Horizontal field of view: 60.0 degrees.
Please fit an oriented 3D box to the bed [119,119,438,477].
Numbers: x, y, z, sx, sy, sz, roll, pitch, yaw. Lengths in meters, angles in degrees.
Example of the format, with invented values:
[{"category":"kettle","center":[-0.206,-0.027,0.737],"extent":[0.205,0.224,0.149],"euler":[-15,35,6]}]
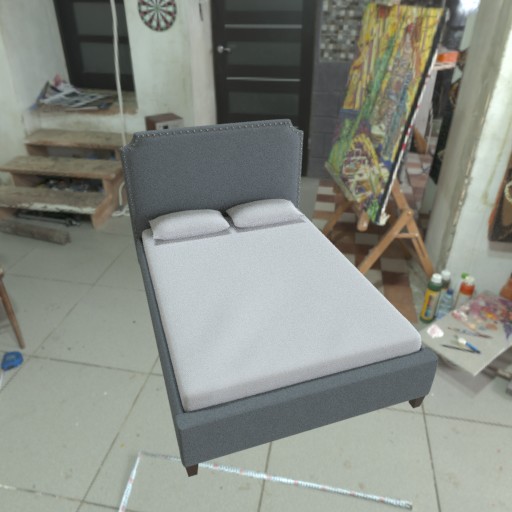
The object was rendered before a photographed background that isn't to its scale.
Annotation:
[{"category":"bed","center":[0.000,0.000,3.416],"extent":[1.712,1.443,2.372],"euler":[-10,33,-16]}]
